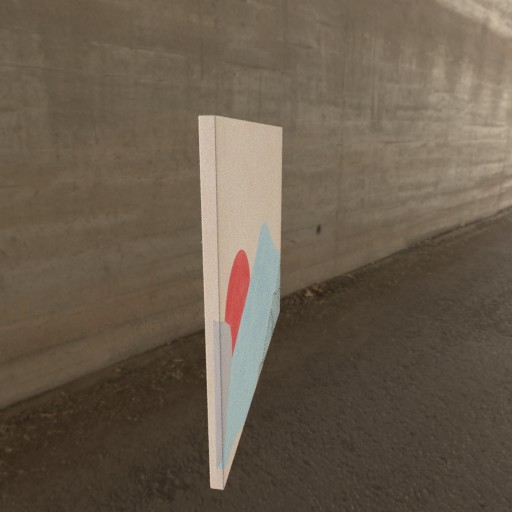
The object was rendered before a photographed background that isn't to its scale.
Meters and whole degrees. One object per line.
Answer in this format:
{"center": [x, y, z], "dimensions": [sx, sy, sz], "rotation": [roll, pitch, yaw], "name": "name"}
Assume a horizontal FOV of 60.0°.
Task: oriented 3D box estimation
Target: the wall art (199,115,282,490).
{"center": [0.000, 0.000, 1.596], "dimensions": [0.042, 0.912, 1.219], "rotation": [3, 15, 9], "name": "wall art"}
